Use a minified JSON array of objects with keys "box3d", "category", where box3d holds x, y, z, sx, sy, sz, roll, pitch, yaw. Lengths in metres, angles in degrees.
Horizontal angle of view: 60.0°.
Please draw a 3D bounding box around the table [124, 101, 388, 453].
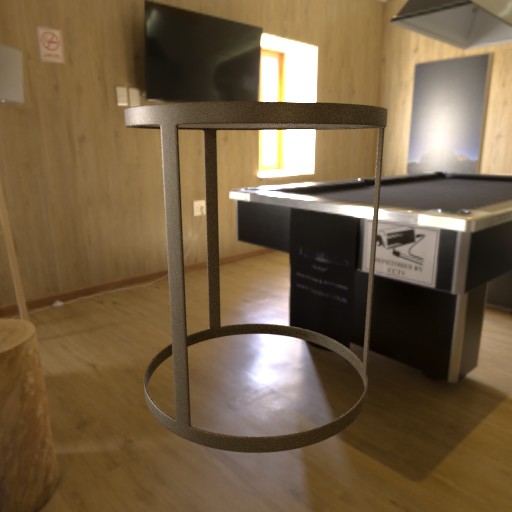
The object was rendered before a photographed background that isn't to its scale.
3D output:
[{"box3d":[0.000,0.000,0.912,0.480,0.565,0.480,0,15,0],"category":"table"}]
